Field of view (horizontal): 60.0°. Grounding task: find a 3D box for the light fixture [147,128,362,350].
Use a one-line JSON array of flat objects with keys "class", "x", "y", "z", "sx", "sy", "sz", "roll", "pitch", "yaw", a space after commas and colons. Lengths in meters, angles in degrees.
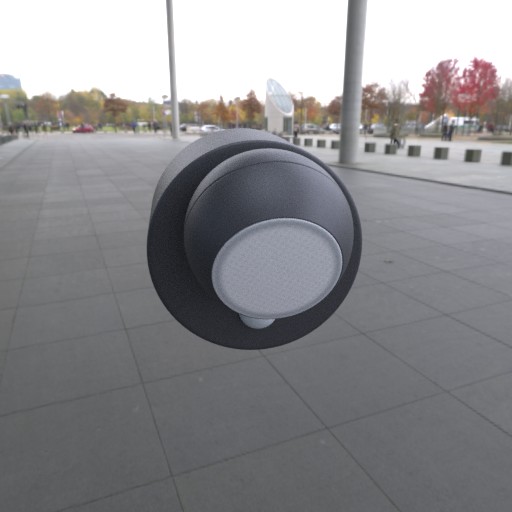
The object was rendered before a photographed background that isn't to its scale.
[{"class": "light fixture", "x": 0.000, "y": 0.000, "z": 0.261, "sx": 0.134, "sy": 0.143, "sz": 0.160, "roll": -2, "pitch": 17, "yaw": -8}]
